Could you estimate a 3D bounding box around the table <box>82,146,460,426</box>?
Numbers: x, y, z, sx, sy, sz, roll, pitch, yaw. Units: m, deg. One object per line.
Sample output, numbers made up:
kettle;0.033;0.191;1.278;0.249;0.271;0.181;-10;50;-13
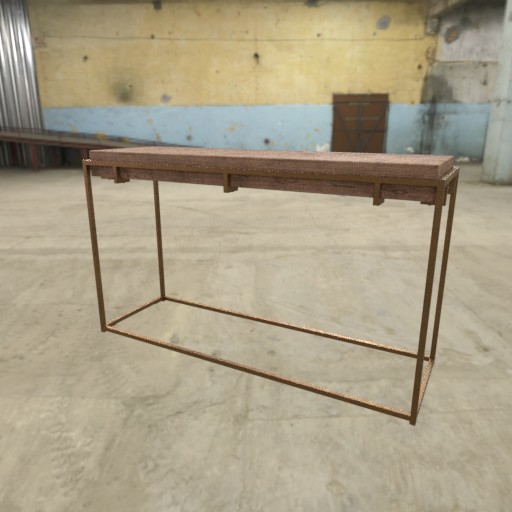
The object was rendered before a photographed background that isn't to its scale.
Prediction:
table;0.000;0.000;1.807;1.400;0.820;0.440;9;19;27
